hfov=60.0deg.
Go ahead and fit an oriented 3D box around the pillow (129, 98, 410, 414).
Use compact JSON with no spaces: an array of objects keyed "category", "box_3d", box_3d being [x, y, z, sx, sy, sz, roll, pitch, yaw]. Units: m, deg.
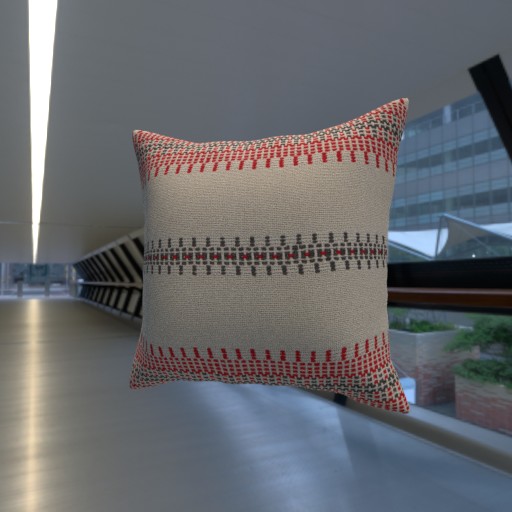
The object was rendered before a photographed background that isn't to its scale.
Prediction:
[{"category":"pillow","box_3d":[0.000,0.000,0.702,0.463,0.454,0.160,-1,-2,18]}]
